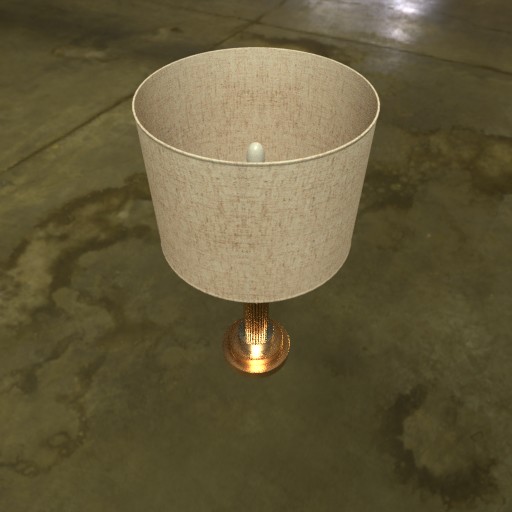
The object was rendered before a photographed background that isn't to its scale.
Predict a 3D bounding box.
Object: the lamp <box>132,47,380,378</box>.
[{"bbox_3d":[0.000,0.000,0.803,0.321,0.610,0.321,-11,47,-11],"label":"lamp"}]
